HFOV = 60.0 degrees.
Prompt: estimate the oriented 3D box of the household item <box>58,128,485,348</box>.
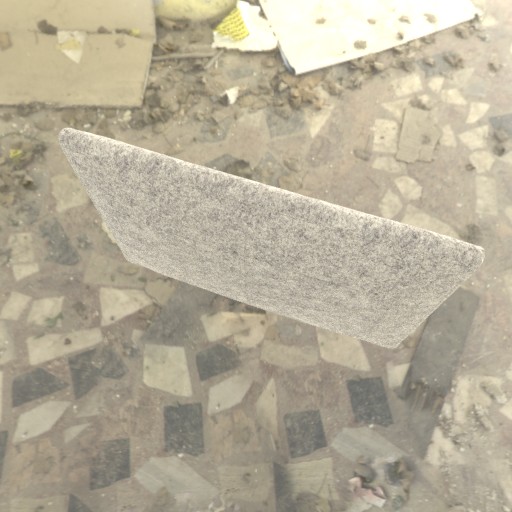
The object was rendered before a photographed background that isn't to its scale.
[{"bbox_3d":[0.000,0.000,0.429,0.335,0.221,0.057,17,64,9],"label":"household item"}]
